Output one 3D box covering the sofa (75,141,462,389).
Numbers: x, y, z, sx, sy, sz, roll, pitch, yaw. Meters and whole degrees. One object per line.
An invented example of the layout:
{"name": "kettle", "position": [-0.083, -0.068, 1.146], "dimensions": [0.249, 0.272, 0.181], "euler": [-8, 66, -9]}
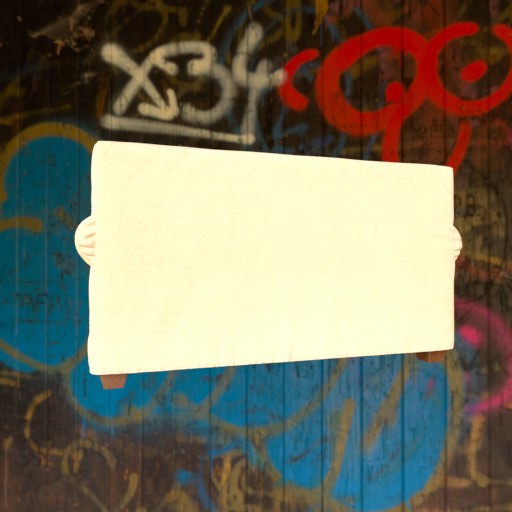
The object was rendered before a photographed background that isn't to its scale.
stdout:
{"name": "sofa", "position": [0.000, 0.000, 2.138], "dimensions": [1.550, 0.905, 1.070], "euler": [0, -1, -17]}
